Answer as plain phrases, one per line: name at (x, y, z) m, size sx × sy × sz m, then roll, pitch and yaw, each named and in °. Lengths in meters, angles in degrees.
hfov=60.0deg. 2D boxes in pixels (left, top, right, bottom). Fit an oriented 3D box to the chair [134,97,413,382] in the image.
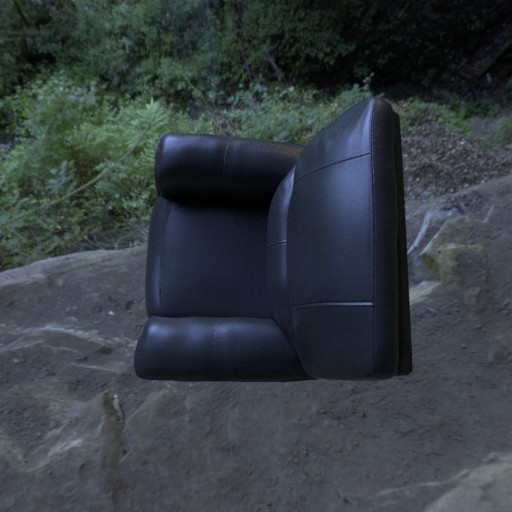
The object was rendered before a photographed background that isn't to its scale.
chair at (0.000, 0.000, 1.986) m, size 1.087 × 1.109 × 1.096 m, roll 2°, pitch 76°, yaw 0°
